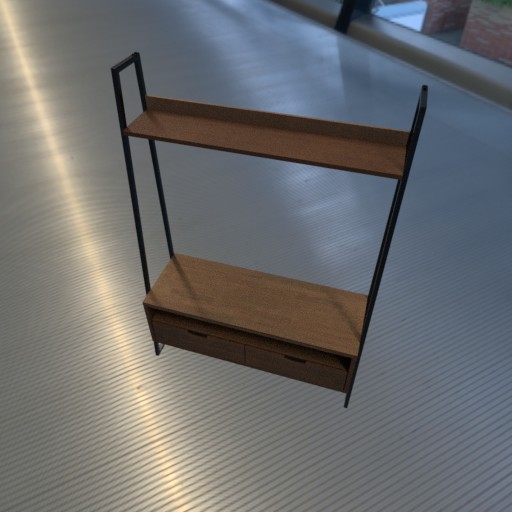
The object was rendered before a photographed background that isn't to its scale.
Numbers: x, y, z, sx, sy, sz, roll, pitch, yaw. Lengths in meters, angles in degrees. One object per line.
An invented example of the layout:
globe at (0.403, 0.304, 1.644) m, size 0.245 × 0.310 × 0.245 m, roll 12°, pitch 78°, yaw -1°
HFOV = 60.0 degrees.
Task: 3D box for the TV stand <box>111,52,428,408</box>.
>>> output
TV stand at (0.000, 0.000, 2.287) m, size 1.250 × 1.772 × 0.432 m, roll 12°, pitch 44°, yaw 13°
